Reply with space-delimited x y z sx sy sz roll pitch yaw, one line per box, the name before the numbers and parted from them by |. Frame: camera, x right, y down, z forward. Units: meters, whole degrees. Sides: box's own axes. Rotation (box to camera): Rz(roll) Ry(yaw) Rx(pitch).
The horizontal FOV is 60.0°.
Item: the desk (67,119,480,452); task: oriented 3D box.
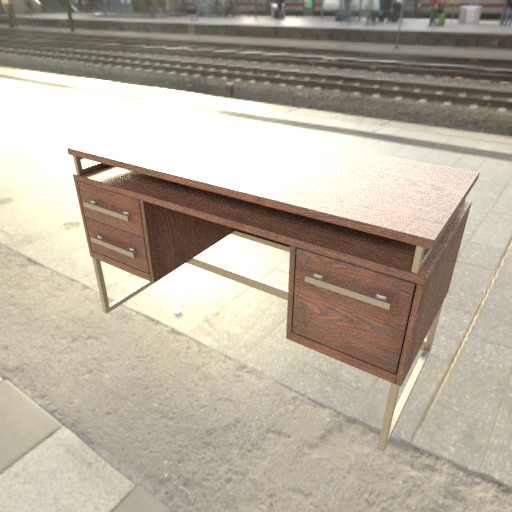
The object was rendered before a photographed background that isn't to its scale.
desk | 0.000 0.000 1.783 1.384 0.792 0.610 18 35 28
